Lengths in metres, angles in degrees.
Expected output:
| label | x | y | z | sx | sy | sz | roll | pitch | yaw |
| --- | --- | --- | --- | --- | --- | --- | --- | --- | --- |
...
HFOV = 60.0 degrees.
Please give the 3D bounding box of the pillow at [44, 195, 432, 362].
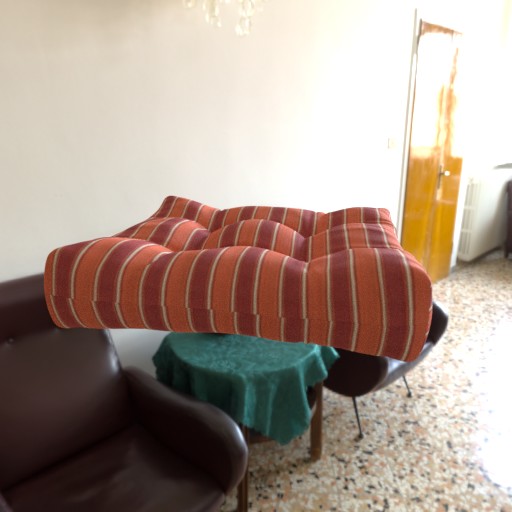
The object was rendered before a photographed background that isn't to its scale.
| label | x | y | z | sx | sy | sz | roll | pitch | yaw |
| --- | --- | --- | --- | --- | --- | --- | --- | --- | --- |
| pillow | 0.000 | 0.000 | 0.739 | 0.490 | 0.133 | 0.468 | 3 | 16 | 9 |
